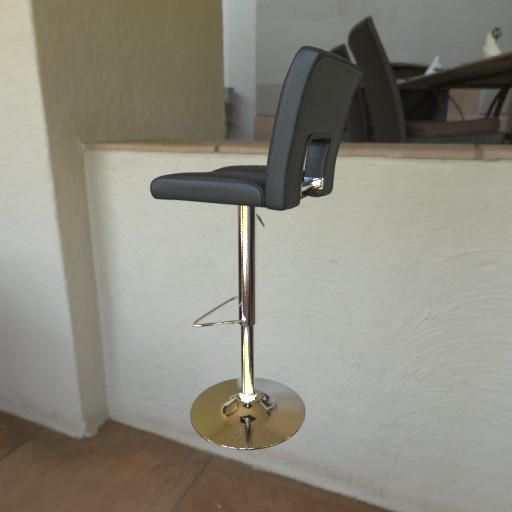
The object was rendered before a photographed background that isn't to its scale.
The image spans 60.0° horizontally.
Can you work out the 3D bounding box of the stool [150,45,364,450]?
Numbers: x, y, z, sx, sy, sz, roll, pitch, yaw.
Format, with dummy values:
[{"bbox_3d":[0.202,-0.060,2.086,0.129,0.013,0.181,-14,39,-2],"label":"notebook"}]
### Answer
[{"bbox_3d":[0.000,0.000,1.409,0.520,1.151,0.415,8,18,27],"label":"stool"}]
